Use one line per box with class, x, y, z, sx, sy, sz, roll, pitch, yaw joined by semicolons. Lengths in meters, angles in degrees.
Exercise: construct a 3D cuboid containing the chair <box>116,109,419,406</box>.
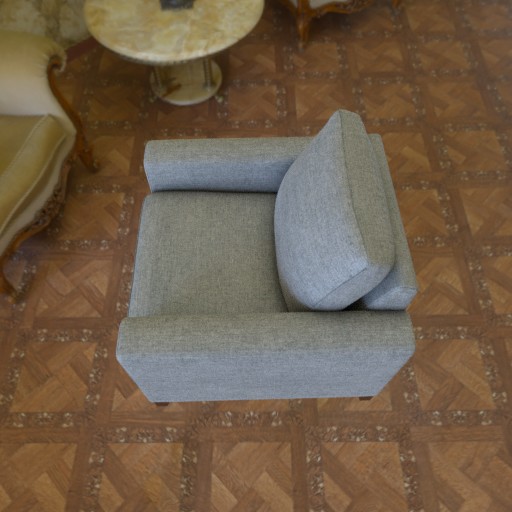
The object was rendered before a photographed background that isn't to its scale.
chair;0.000;0.000;1.886;1.038;1.010;1.024;-1;58;-1
